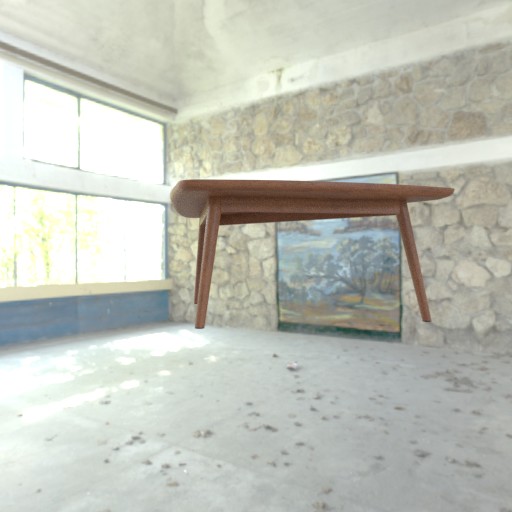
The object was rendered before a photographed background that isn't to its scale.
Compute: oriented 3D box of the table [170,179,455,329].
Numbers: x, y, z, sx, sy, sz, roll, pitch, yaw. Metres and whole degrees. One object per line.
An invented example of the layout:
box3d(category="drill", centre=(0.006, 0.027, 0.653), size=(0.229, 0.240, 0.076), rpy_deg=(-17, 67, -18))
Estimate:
box3d(category="table", centre=(0.000, 0.000, 1.311), size=(1.008, 0.365, 0.601), rpy_deg=(0, -1, 35))
